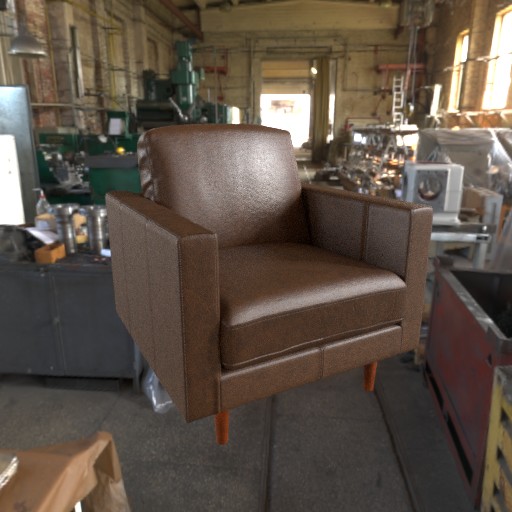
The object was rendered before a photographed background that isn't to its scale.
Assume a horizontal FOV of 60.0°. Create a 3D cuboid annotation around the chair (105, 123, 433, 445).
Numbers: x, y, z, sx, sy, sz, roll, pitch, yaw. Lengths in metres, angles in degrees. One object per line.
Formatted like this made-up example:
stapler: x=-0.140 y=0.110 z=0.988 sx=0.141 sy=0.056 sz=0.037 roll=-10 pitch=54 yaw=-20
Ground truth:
chair: x=0.000 y=0.000 z=1.659 sx=0.890 sy=0.956 sz=0.909 roll=-9 pitch=18 yaw=-28
